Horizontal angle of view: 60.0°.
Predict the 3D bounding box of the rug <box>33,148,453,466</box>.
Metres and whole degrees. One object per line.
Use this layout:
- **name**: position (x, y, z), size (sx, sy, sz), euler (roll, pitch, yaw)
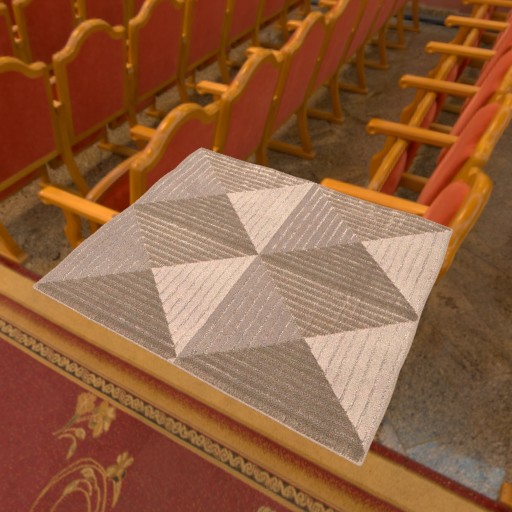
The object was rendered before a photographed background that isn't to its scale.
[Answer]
- **rug**: position (0.000, 0.000, 0.865), size (0.642, 0.008, 0.551), euler (22, 49, 20)
